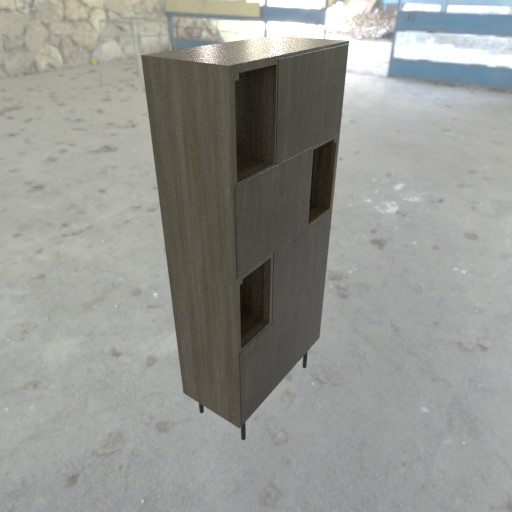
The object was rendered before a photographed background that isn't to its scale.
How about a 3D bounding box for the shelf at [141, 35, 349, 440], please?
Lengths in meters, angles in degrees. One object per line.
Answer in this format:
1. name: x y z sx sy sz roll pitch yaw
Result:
1. shelf: 0.000 0.000 1.800 0.323 1.545 0.670 21 37 30
